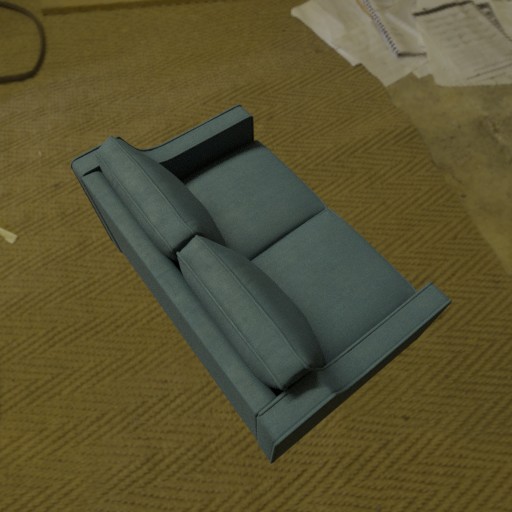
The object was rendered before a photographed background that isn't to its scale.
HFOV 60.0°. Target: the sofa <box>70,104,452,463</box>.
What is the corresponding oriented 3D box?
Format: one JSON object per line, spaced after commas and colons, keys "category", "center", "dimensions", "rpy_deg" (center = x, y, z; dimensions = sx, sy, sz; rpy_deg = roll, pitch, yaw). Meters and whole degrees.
{"category": "sofa", "center": [0.000, 0.000, 2.146], "dimensions": [0.987, 0.971, 1.501], "rpy_deg": [-34, 65, -18]}
